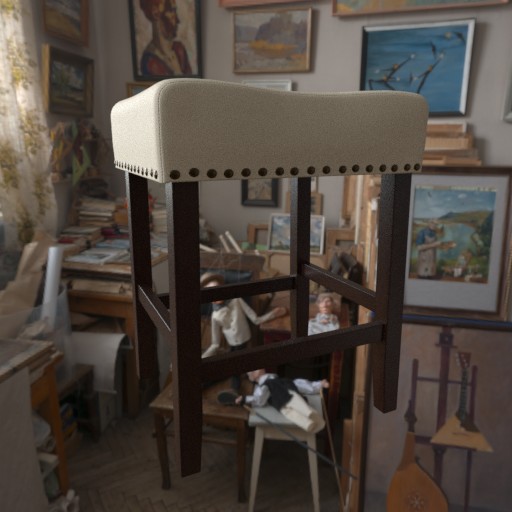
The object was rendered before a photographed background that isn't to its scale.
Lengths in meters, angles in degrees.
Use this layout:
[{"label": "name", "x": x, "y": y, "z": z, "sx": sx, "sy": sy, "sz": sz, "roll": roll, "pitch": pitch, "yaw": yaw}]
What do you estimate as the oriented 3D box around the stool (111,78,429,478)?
[{"label": "stool", "x": 0.000, "y": 0.000, "z": 0.891, "sx": 0.471, "sy": 0.609, "sz": 0.401, "roll": -7, "pitch": 16, "yaw": -25}]
